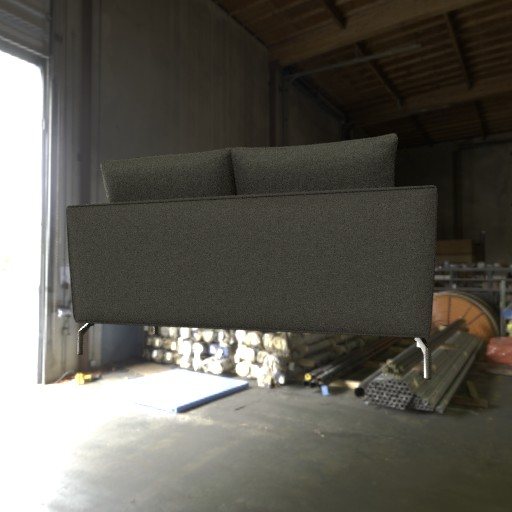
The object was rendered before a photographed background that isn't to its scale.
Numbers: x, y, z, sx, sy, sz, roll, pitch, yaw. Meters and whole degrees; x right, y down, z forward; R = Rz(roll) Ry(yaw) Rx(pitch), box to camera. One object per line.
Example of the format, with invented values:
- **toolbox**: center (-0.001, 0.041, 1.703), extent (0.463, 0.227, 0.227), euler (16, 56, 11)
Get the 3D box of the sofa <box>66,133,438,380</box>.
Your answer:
- **sofa**: center (0.000, 0.000, 2.157), extent (1.594, 0.924, 0.803), euler (-1, -2, 18)
